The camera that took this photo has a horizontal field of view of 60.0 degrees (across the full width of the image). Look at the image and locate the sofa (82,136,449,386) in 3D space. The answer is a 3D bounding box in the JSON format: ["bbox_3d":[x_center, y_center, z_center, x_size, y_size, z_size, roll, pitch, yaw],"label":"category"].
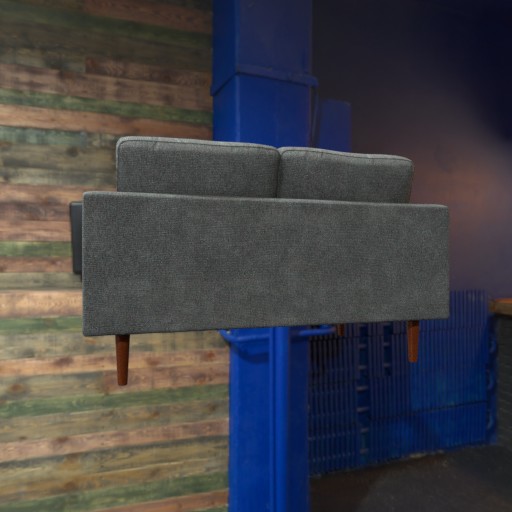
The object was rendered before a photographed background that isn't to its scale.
[{"bbox_3d":[0.000,0.000,2.189,1.582,0.956,0.903,0,0,-17],"label":"sofa"}]
